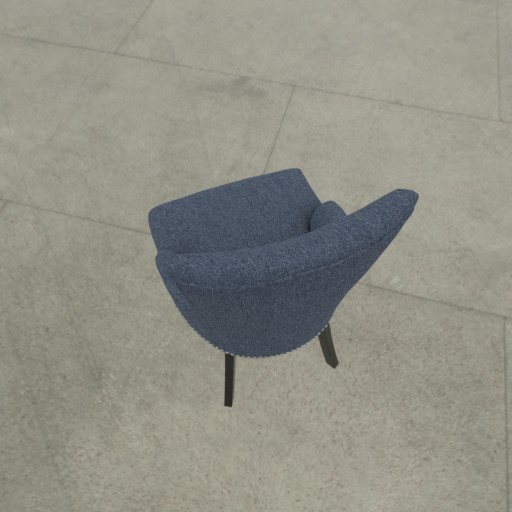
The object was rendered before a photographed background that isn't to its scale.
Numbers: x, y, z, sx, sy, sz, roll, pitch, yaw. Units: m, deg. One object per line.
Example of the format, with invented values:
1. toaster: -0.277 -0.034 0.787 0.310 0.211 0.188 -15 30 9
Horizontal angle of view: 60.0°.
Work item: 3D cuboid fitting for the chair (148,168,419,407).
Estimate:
1. chair: 0.000 0.000 1.319 0.566 0.909 0.629 -17 60 -10
